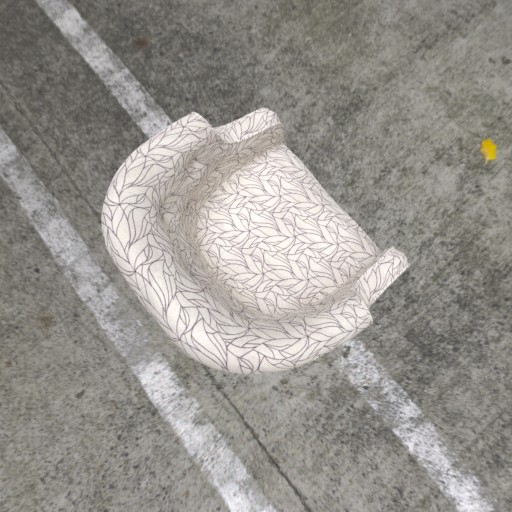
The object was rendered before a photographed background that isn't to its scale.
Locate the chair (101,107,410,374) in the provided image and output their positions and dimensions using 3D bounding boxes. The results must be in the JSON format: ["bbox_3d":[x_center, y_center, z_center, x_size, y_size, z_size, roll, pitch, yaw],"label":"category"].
[{"bbox_3d":[0.000,0.000,1.330,0.613,0.858,0.686,-38,79,-9],"label":"chair"}]
